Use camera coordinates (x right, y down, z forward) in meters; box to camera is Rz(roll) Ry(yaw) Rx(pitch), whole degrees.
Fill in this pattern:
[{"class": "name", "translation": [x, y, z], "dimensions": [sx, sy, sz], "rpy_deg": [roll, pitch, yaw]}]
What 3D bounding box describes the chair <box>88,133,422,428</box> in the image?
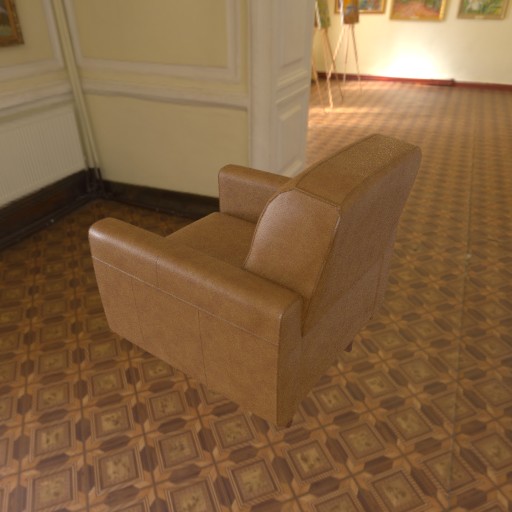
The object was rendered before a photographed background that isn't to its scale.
[{"class": "chair", "translation": [0.000, 0.000, 1.706], "dimensions": [0.942, 0.968, 0.845], "rpy_deg": [21, 37, 31]}]
